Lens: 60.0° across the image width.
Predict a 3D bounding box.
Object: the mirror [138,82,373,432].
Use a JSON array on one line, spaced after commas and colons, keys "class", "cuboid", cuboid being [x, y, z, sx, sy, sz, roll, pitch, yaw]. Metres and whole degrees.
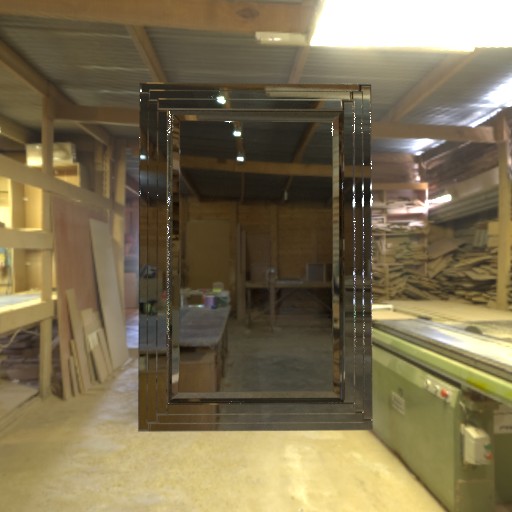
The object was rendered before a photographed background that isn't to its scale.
[{"class": "mirror", "cuboid": [0.000, 0.000, 1.157, 0.613, 0.914, 0.039, 0, -1, -1]}]
